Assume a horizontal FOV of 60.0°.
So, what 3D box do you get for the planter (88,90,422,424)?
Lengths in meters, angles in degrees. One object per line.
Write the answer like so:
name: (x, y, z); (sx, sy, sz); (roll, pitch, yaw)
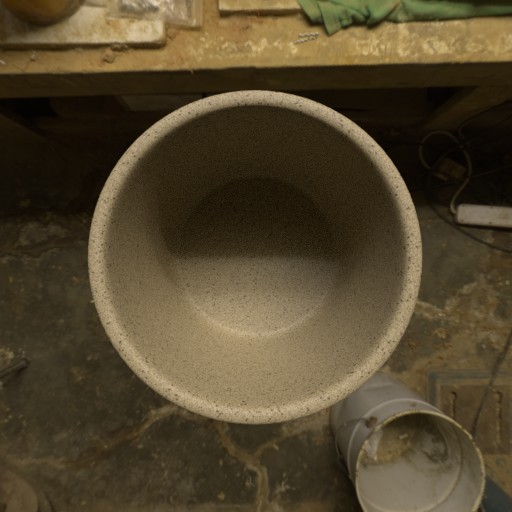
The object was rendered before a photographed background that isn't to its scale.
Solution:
planter: (0.000, 0.000, 0.417); (0.228, 0.235, 0.228); (0, 91, 0)
